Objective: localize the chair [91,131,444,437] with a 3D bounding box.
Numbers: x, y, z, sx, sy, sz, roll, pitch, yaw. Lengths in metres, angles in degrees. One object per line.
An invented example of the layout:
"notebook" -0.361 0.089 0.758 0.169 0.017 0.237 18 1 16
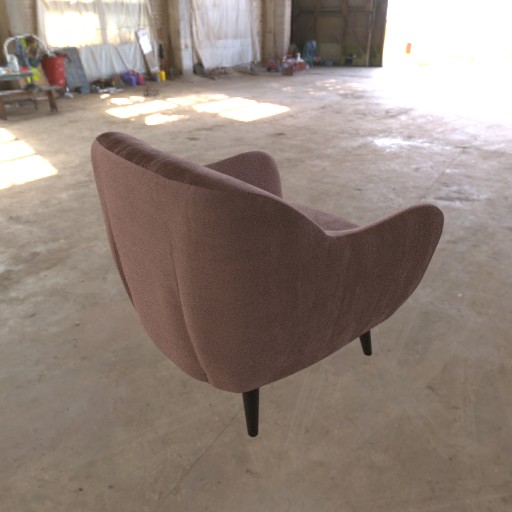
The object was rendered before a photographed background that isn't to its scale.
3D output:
"chair" 0.000 0.000 1.451 0.820 0.820 0.840 -20 33 -33
